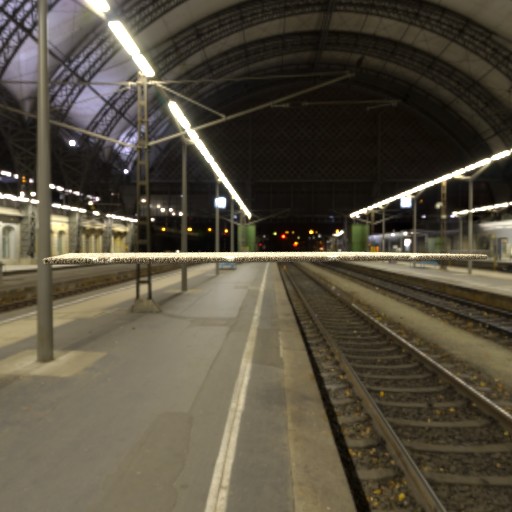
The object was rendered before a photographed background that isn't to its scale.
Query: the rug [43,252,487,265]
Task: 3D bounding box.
[{"bbox_3d":[0.000,0.000,2.983,2.438,0.030,1.524,0,1,-19],"label":"rug"}]
